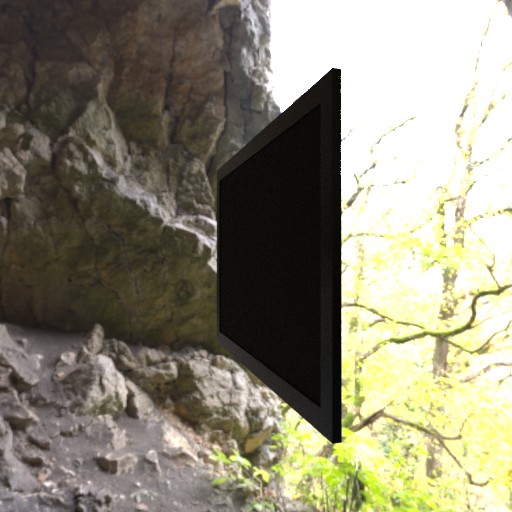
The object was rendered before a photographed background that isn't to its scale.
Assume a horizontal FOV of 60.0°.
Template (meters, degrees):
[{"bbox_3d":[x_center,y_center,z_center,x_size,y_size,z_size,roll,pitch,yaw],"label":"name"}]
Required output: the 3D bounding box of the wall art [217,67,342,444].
[{"bbox_3d":[0.000,0.000,0.843,0.013,0.447,0.660,0,0,-17],"label":"wall art"}]
